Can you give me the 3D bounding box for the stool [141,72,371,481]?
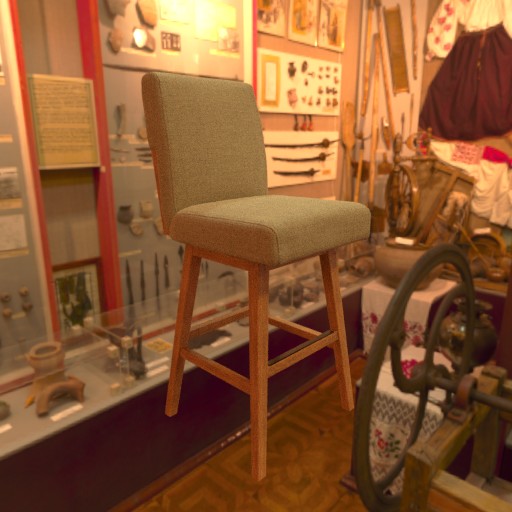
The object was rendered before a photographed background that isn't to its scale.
[{"bbox_3d":[0.000,0.000,1.411,0.569,1.106,0.483,14,20,42],"label":"stool"}]
